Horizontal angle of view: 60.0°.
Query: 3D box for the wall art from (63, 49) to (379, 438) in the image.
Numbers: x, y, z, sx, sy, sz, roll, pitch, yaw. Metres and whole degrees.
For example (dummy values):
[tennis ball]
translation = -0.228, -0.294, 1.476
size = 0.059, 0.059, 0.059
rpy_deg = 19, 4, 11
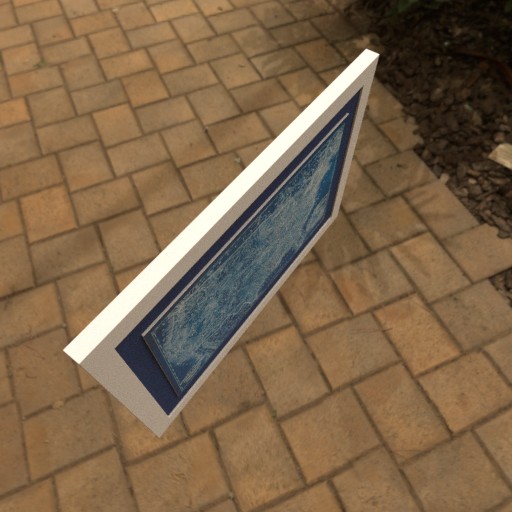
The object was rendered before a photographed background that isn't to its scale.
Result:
[wall art]
translation = 0.000, 0.000, 1.591
size = 0.051, 0.902, 1.308
rpy_deg = 32, 64, 18
